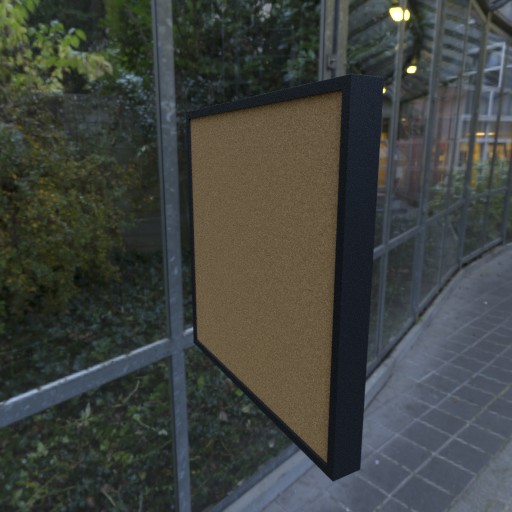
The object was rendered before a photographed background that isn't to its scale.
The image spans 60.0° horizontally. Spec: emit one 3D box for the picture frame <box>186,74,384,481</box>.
[{"bbox_3d":[0.000,0.000,0.474,0.030,0.317,0.317,-7,15,-28],"label":"picture frame"}]
